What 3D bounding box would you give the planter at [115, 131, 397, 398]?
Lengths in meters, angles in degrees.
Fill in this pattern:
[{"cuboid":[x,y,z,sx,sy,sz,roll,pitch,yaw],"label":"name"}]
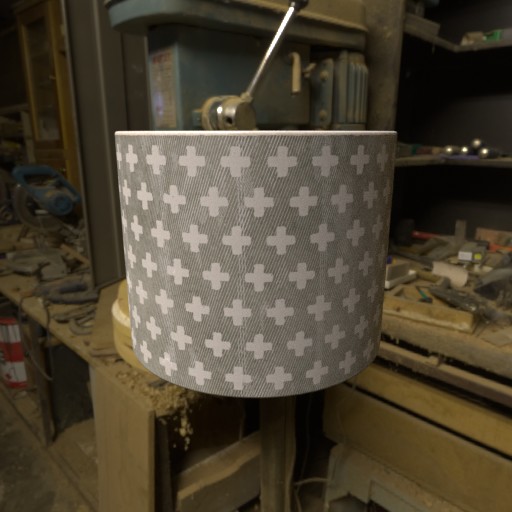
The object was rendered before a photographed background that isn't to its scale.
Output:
[{"cuboid":[0.000,0.000,0.336,0.190,0.181,0.190,0,15,0],"label":"planter"}]
